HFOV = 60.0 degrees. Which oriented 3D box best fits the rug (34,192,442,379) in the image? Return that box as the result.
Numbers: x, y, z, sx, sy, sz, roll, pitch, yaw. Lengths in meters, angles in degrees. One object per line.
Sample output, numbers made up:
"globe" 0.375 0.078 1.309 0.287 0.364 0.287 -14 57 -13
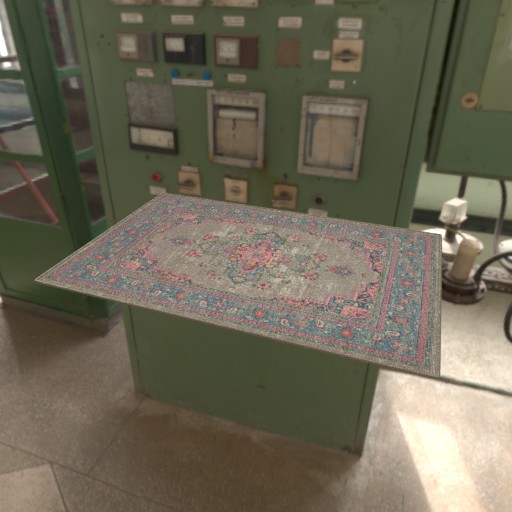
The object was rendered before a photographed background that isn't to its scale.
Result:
"rug" 0.000 0.000 2.221 1.748 0.014 1.144 10 32 18
